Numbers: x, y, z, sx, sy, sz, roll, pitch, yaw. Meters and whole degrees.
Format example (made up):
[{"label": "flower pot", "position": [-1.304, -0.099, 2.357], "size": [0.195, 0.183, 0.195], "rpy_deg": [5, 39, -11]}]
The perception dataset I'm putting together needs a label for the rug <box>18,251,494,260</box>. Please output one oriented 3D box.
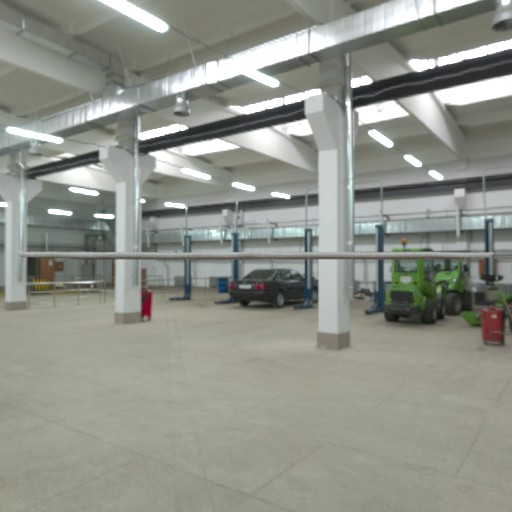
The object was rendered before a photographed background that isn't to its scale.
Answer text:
[{"label": "rug", "position": [0.000, 0.000, 2.621], "size": [2.381, 0.035, 0.832], "rpy_deg": [0, -1, 0]}]
